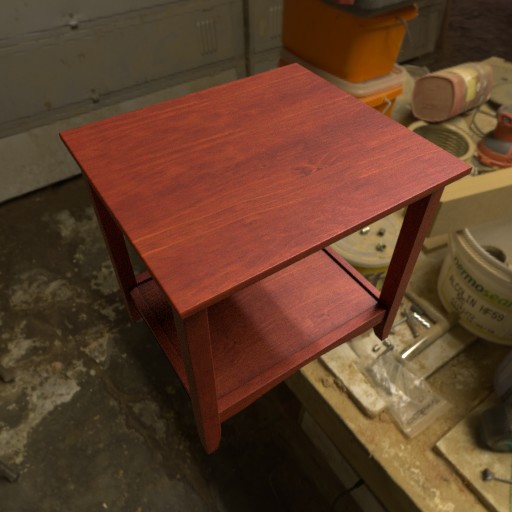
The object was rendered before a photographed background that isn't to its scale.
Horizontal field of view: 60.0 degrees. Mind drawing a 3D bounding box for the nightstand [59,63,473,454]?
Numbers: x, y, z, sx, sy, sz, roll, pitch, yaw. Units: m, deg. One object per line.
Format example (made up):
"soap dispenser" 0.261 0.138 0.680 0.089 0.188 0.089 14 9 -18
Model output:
"nightstand" 0.000 0.000 0.995 0.558 0.558 0.501 -26 52 -22
